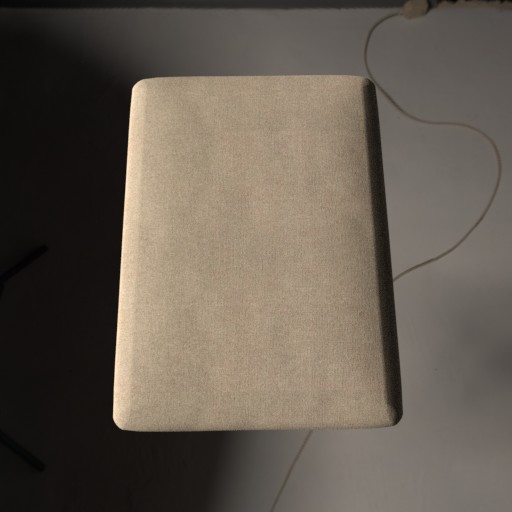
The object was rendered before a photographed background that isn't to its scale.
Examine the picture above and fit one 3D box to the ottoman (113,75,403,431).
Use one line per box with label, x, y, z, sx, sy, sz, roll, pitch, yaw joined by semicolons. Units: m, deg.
ottoman;0.000;0.000;1.170;0.610;0.478;0.823;-1;77;0
